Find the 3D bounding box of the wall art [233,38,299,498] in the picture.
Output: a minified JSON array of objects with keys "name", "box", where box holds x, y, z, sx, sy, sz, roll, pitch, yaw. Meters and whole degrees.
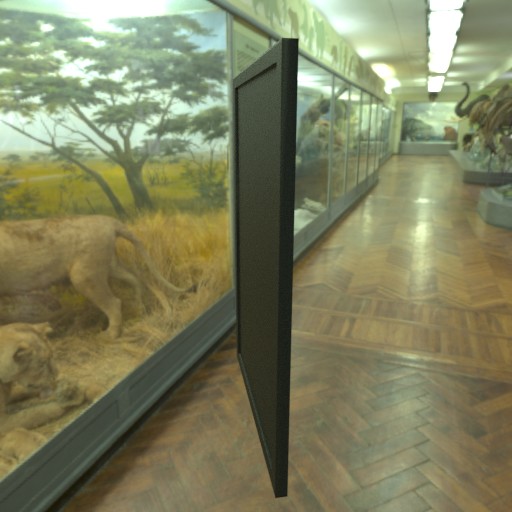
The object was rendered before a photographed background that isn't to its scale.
[{"name":"wall art","box":[0.000,0.000,0.540,0.013,0.431,0.303,-3,17,-10]}]
